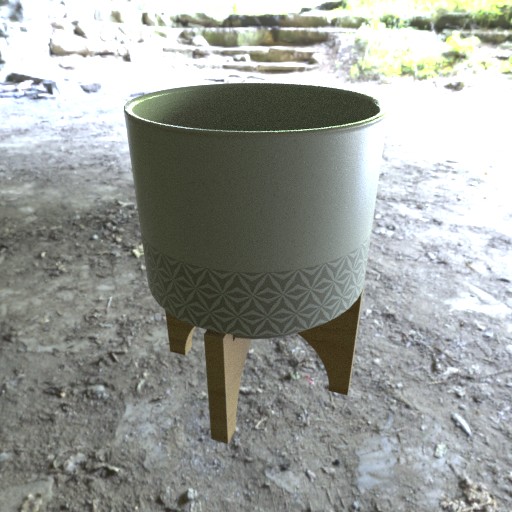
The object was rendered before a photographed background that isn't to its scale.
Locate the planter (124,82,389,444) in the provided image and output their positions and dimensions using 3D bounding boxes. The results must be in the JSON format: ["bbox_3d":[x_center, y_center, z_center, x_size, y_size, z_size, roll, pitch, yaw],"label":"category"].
[{"bbox_3d":[0.000,0.000,0.388,0.188,0.260,0.188,0,29,0],"label":"planter"}]
